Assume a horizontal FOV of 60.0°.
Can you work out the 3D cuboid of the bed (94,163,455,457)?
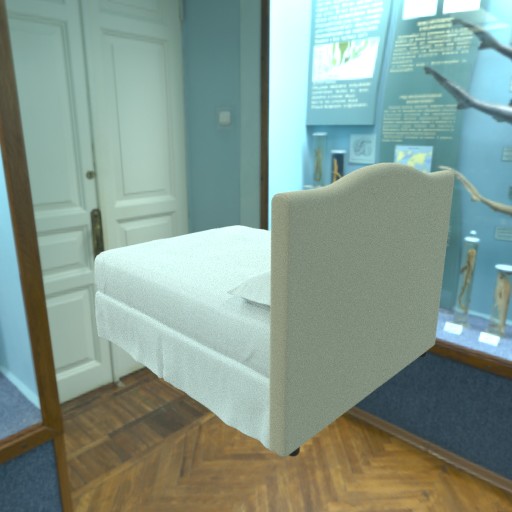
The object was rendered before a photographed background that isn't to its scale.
[{"bbox_3d":[0.000,0.000,3.327,2.143,1.460,1.753,15,21,43],"label":"bed"}]
